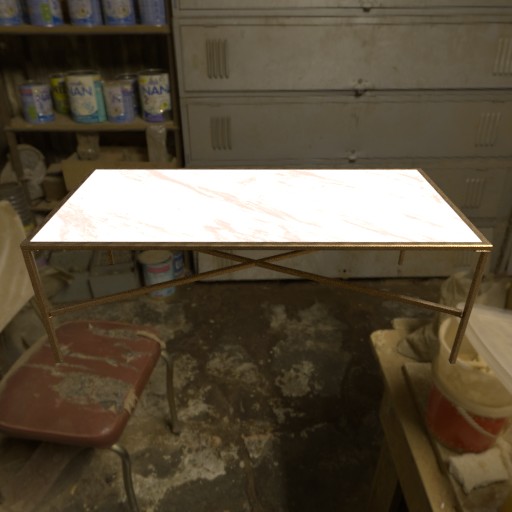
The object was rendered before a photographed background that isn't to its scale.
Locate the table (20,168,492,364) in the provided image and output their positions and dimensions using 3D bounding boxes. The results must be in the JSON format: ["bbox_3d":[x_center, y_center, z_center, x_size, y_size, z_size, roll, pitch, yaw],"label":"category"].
[{"bbox_3d":[0.000,0.000,1.470,1.197,0.405,0.577,0,31,0],"label":"table"}]
